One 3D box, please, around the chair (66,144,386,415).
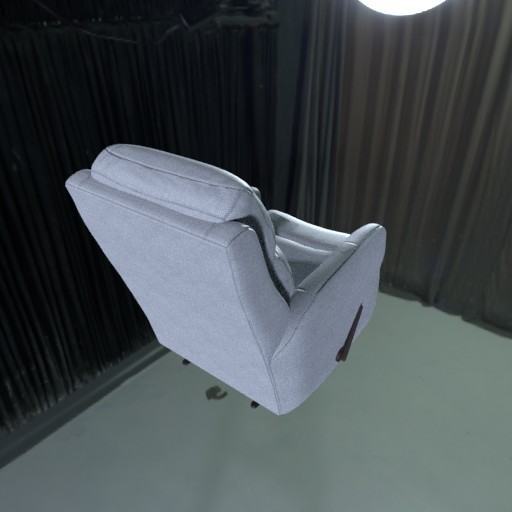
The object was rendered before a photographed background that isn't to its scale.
[{"bbox_3d":[0.000,0.000,1.790,0.829,1.030,1.080,22,38,31],"label":"chair"}]
